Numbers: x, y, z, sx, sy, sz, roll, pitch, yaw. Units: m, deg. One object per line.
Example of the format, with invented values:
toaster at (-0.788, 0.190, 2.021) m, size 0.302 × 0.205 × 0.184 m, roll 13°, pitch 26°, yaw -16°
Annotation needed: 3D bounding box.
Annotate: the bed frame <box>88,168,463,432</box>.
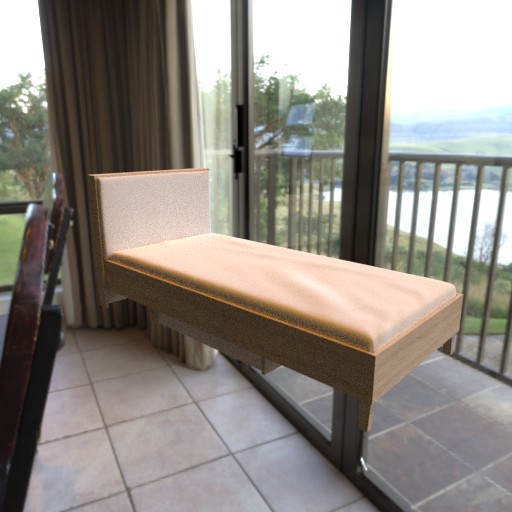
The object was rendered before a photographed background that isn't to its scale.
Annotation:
bed frame at (0.000, 0.000, 2.709) m, size 2.140 × 0.920 × 0.990 m, roll 13°, pitch 20°, yaw 41°
